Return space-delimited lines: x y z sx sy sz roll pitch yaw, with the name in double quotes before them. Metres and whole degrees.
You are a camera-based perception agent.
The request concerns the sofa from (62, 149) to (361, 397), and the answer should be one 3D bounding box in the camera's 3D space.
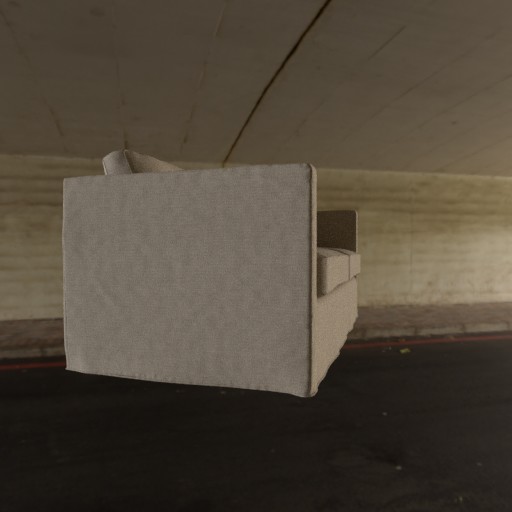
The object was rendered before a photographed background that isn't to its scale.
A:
"sofa" 0.000 0.000 2.290 0.956 0.828 1.766 0 1 17
